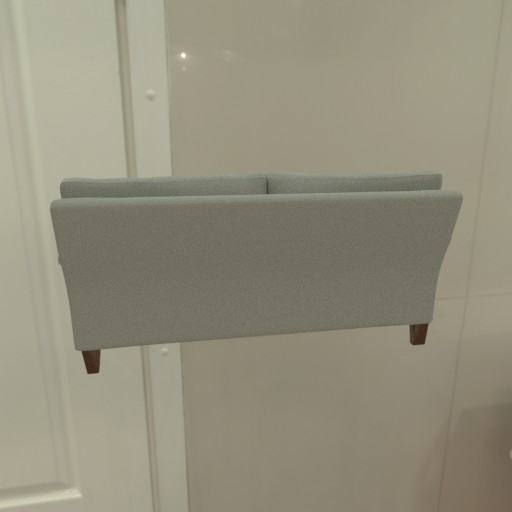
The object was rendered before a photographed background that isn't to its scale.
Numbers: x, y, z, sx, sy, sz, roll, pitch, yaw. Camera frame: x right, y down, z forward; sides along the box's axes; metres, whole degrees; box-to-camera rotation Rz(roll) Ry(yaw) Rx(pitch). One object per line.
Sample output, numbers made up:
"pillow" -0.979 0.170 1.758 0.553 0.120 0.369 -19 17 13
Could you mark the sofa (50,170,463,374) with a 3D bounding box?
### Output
"sofa" 0.000 0.000 2.831 2.193 1.096 1.069 -3 15 -10
